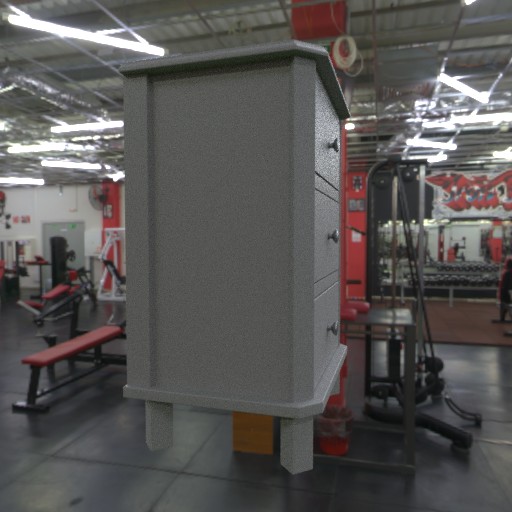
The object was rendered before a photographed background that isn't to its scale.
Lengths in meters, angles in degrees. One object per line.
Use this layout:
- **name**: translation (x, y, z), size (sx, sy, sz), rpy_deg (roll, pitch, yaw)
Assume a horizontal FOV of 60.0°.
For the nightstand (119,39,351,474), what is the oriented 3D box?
- **nightstand**: translation (0.000, 0.000, 0.930), size (0.350, 0.680, 0.450), rpy_deg (1, 3, 17)
